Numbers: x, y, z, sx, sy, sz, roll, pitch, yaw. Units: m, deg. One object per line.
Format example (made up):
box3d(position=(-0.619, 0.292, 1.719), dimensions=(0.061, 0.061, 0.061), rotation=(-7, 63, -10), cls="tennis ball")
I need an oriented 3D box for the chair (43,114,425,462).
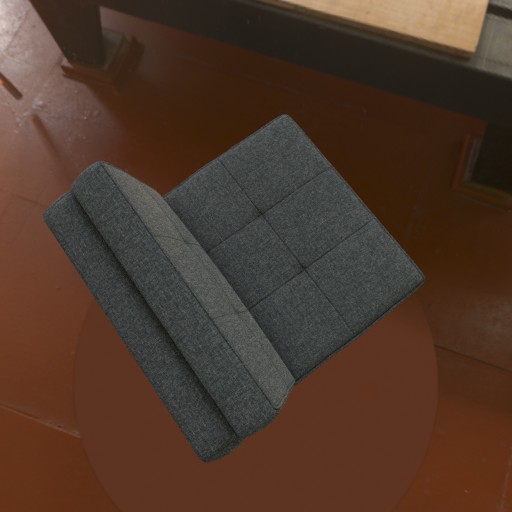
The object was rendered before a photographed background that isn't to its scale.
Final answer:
box3d(position=(0.000, 0.000, 1.302), dimensions=(0.800, 0.615, 0.740), rotation=(-36, 79, -8), cls="chair")
